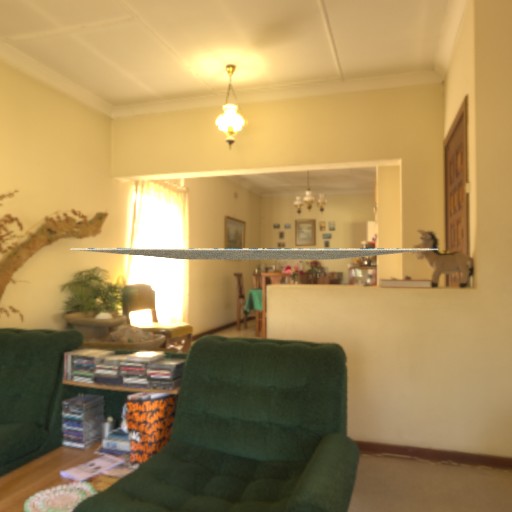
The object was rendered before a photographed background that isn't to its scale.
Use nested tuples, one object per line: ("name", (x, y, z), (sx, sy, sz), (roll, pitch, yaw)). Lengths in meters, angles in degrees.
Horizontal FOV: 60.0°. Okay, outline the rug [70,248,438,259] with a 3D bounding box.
("rug", (0.000, 0.000, 3.040), (1.520, 0.011, 2.447), (0, -1, 0))
